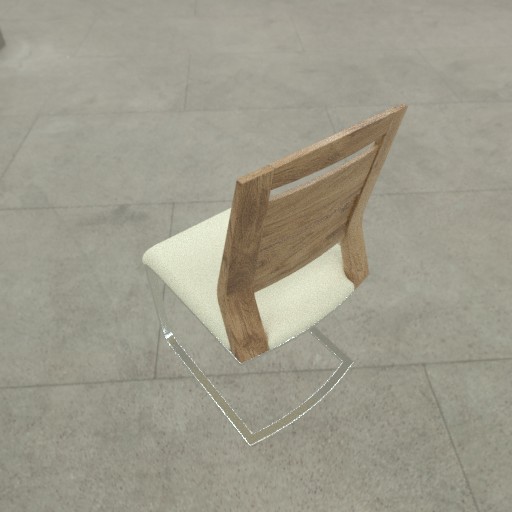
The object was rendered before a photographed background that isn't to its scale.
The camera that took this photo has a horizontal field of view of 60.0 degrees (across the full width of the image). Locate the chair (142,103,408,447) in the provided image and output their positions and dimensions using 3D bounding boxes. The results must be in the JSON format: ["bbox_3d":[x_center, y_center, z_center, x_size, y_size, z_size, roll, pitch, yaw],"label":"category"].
[{"bbox_3d":[0.000,0.000,1.230,0.457,0.955,0.561,-30,52,-27],"label":"chair"}]
